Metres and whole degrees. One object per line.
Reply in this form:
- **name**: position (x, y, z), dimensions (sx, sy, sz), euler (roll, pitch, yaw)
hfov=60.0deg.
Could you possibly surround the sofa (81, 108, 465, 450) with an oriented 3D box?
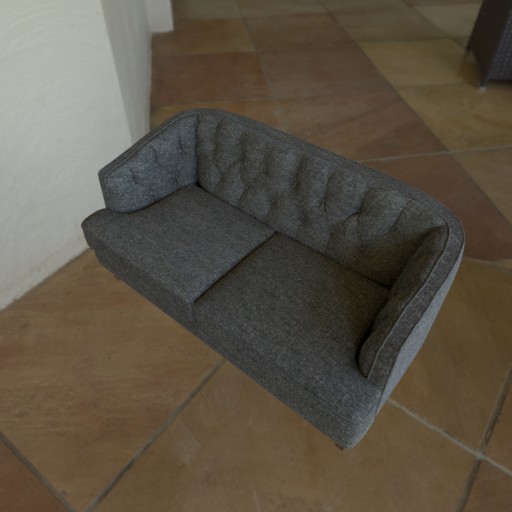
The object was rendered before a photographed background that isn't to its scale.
- **sofa**: position (0.000, 0.000, 2.237), dimensions (1.733, 0.855, 0.941), euler (31, 53, 27)
